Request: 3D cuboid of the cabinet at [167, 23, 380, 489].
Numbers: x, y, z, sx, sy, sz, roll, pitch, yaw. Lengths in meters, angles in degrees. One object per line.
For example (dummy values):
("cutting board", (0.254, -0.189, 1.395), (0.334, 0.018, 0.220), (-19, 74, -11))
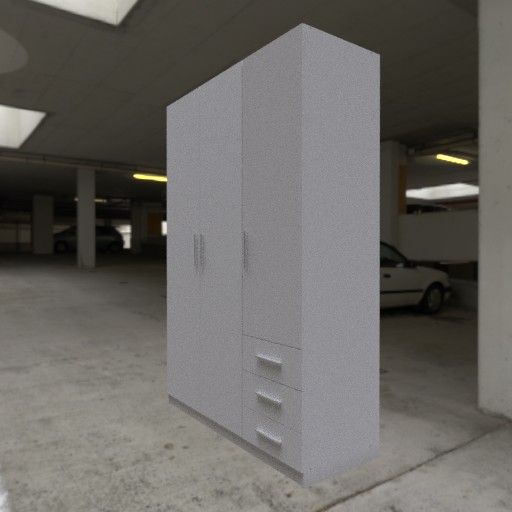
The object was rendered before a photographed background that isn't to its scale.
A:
("cabinet", (0.000, 0.000, 2.476), (0.510, 1.910, 1.290), (0, 0, -36))
